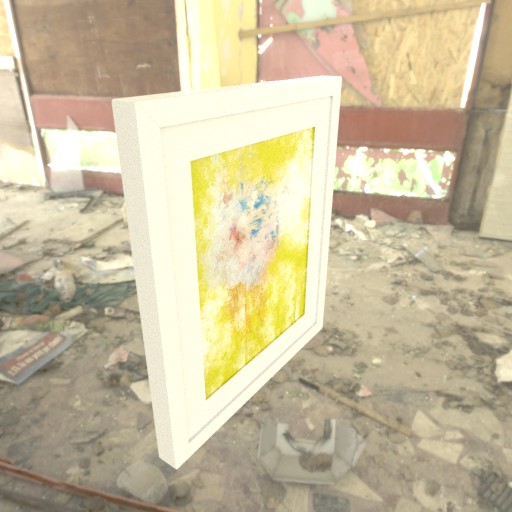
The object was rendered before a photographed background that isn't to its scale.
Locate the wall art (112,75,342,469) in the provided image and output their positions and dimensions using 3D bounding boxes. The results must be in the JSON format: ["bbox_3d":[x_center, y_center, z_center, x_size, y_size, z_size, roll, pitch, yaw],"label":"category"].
[{"bbox_3d":[0.000,0.000,0.527,0.028,0.381,0.331,18,31,32],"label":"wall art"}]
